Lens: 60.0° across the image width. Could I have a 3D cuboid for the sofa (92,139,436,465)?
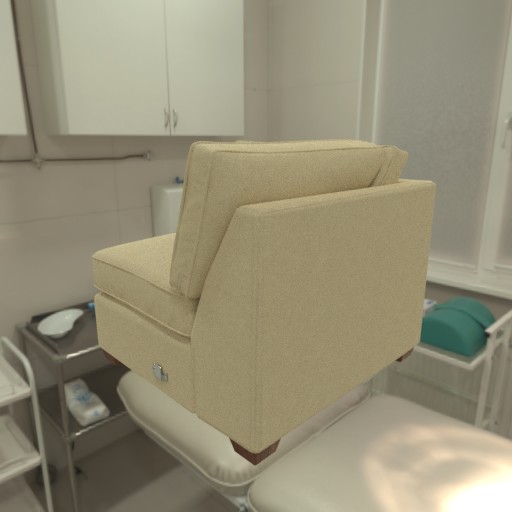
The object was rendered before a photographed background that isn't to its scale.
[{"bbox_3d":[0.000,0.000,1.965,1.084,1.002,1.146,14,21,43],"label":"sofa"}]
